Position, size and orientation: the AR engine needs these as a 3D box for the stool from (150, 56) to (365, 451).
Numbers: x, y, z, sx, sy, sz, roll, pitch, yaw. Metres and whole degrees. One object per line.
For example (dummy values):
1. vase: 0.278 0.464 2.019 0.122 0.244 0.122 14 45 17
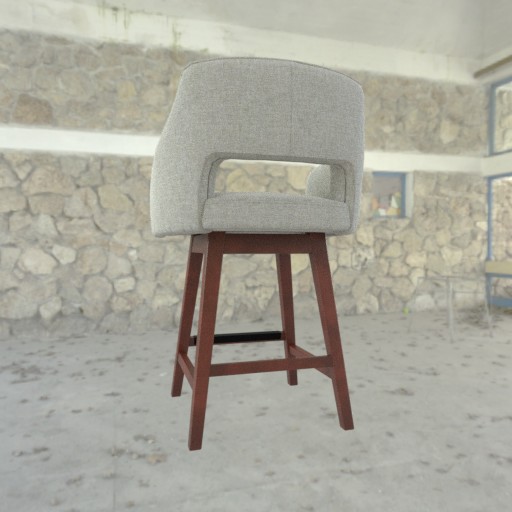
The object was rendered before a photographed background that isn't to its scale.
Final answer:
1. stool: 0.000 0.000 1.313 0.599 0.944 0.558 0 1 -17
